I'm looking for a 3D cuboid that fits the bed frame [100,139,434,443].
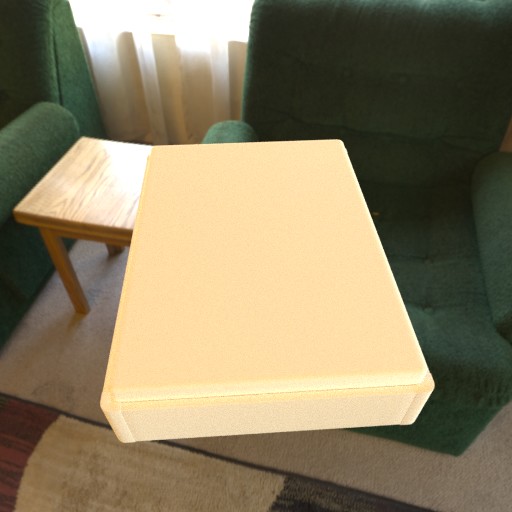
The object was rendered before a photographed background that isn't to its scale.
[{"bbox_3d":[0.000,0.000,2.564,1.400,0.406,1.900,-3,46,-3],"label":"bed frame"}]
